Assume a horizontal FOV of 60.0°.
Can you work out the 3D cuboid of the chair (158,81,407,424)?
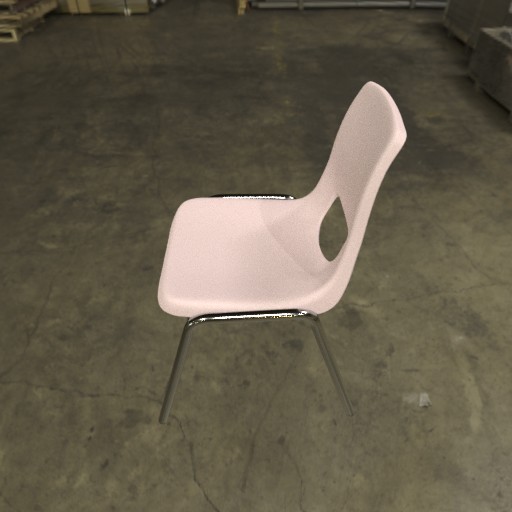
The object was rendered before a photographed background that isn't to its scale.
[{"bbox_3d":[0.000,0.000,0.903,0.436,0.653,0.381,-1,42,-1],"label":"chair"}]
